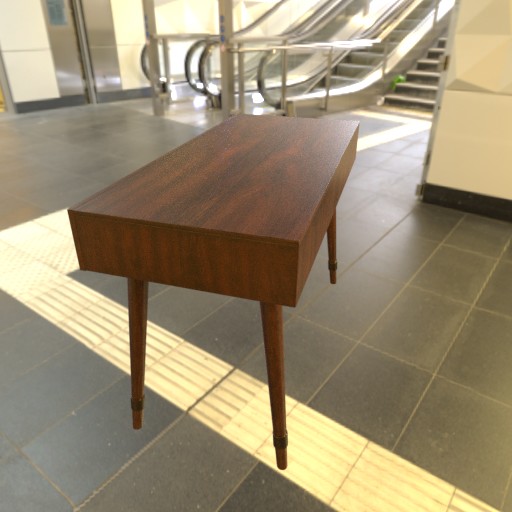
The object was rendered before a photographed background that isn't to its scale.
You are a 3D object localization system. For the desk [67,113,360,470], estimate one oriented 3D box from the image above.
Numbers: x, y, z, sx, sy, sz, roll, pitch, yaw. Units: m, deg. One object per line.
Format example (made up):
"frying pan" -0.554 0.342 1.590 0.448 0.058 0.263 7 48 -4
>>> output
"desk" 0.000 0.000 2.181 0.734 1.031 1.577 9 30 15
